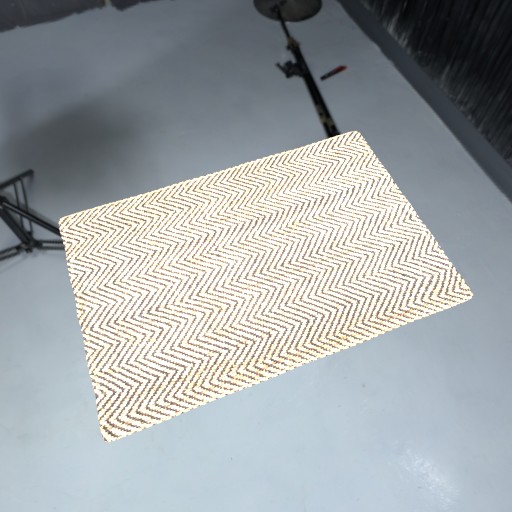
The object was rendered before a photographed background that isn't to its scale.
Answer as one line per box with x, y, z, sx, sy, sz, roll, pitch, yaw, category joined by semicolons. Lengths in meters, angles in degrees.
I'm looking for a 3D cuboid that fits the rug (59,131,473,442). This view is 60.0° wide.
0.000;0.000;2.284;1.828;0.008;1.219;-19;61;-11;rug
